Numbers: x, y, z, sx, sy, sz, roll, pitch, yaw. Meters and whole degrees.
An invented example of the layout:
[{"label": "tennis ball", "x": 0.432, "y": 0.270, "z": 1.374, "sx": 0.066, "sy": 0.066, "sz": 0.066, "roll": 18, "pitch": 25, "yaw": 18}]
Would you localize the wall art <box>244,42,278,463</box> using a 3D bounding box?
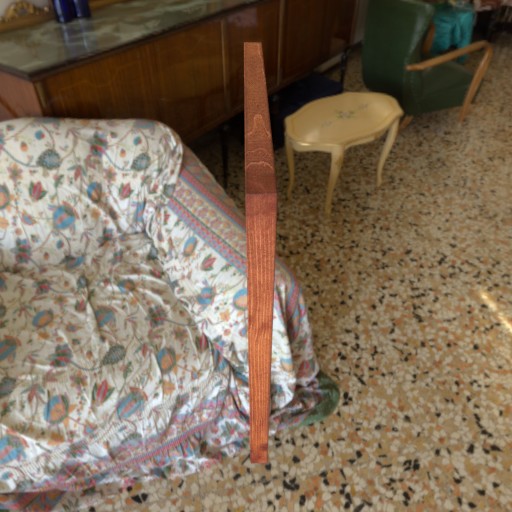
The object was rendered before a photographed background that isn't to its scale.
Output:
[{"label": "wall art", "x": 0.000, "y": 0.000, "z": 0.761, "sx": 0.030, "sy": 0.558, "sz": 0.462, "roll": -1, "pitch": 41, "yaw": -1}]
